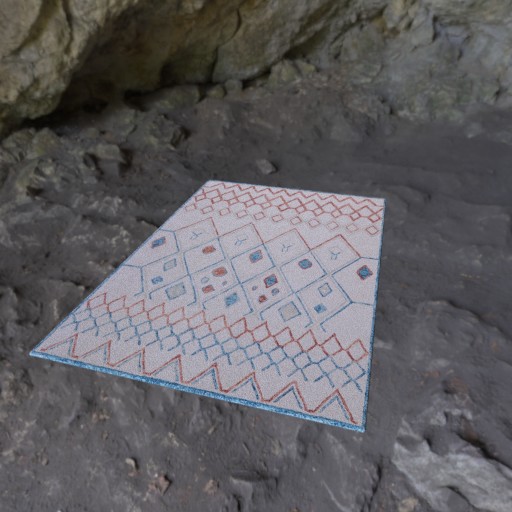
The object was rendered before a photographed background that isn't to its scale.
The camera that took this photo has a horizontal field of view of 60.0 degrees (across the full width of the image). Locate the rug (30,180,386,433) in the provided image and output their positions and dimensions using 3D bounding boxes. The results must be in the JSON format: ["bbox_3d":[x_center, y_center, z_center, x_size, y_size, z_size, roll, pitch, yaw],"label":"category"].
[{"bbox_3d":[0.000,0.000,2.246,1.219,0.016,1.829,8,32,14],"label":"rug"}]
